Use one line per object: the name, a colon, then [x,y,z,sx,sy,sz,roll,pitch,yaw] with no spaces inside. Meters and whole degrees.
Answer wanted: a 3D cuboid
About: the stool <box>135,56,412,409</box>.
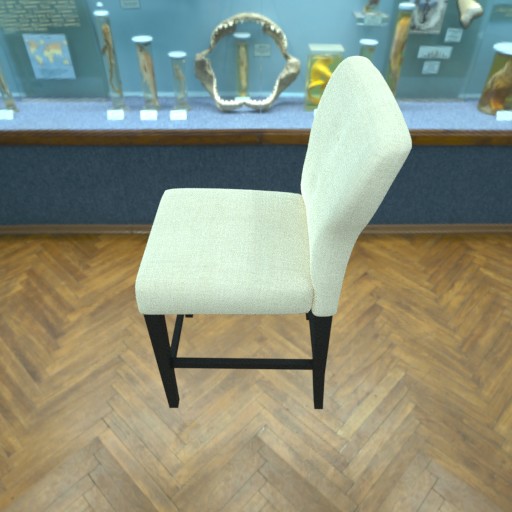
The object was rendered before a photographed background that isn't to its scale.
stool: [0.000,0.000,1.286,0.603,0.972,0.514,1,41,1]
